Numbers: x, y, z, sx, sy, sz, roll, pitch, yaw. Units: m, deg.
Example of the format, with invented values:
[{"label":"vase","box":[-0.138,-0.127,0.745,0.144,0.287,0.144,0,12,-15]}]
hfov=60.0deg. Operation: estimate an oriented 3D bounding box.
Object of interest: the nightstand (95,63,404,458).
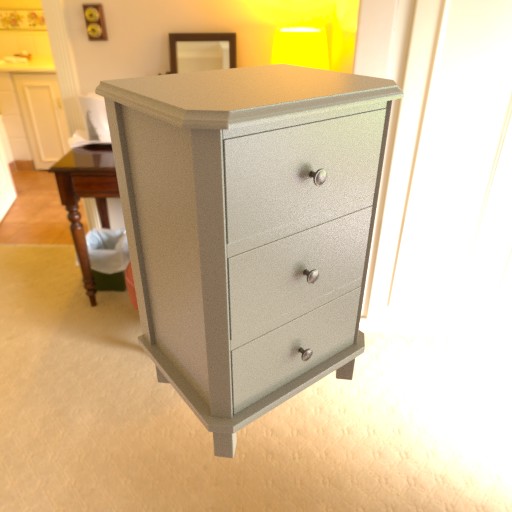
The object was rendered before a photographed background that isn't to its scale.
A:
[{"label":"nightstand","box":[0.000,0.000,0.921,0.435,0.680,0.348,-21,36,-32]}]
